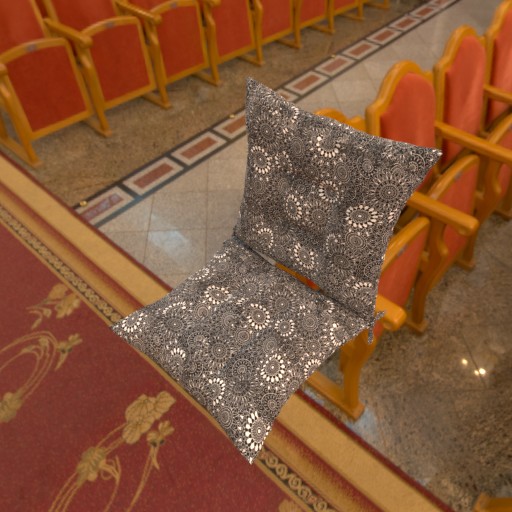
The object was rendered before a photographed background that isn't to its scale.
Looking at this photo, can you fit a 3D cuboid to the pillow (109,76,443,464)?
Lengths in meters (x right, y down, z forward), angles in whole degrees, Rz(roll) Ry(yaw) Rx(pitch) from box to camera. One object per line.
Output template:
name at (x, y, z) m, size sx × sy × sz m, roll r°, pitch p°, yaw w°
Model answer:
pillow at (0.000, 0.000, 1.016) m, size 0.541 × 0.536 × 0.585 m, roll 33°, pitch 54°, yaw 28°
